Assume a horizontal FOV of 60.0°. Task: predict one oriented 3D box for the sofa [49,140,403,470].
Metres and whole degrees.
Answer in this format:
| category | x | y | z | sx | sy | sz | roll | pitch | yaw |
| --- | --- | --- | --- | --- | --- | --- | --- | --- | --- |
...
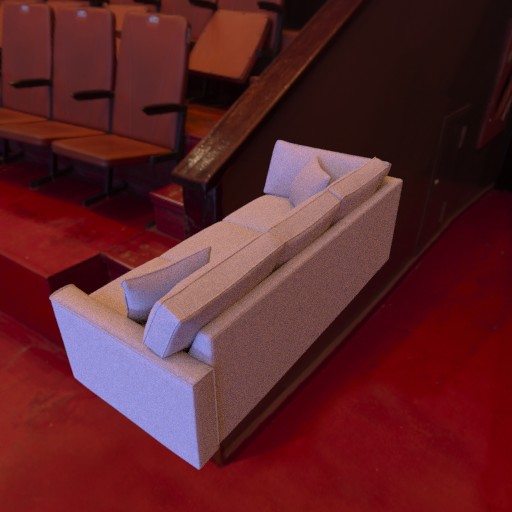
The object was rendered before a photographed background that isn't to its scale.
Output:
| category | x | y | z | sx | sy | sz | roll | pitch | yaw |
| --- | --- | --- | --- | --- | --- | --- | --- | --- | --- |
| sofa | 0.000 | 0.000 | 2.905 | 1.061 | 0.962 | 2.317 | 21 | 37 | 30 |
